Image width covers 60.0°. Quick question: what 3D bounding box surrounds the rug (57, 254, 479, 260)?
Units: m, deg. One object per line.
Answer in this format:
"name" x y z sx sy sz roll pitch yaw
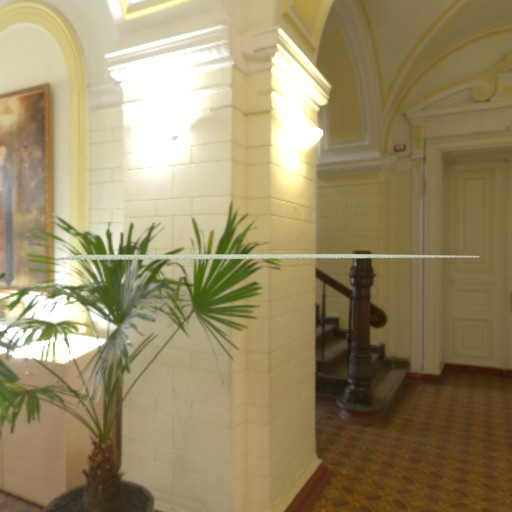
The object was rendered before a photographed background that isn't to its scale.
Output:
"rug" 0.000 0.000 2.274 1.752 0.006 1.142 0 1 -18
